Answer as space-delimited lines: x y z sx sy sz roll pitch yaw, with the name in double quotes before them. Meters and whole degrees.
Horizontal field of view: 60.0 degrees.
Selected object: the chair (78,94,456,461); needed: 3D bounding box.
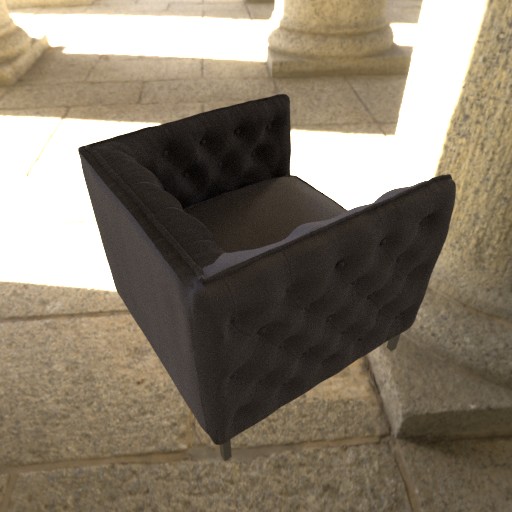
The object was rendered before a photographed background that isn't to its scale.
"chair" 0.000 0.000 1.644 0.913 0.807 0.946 -23 45 -25
